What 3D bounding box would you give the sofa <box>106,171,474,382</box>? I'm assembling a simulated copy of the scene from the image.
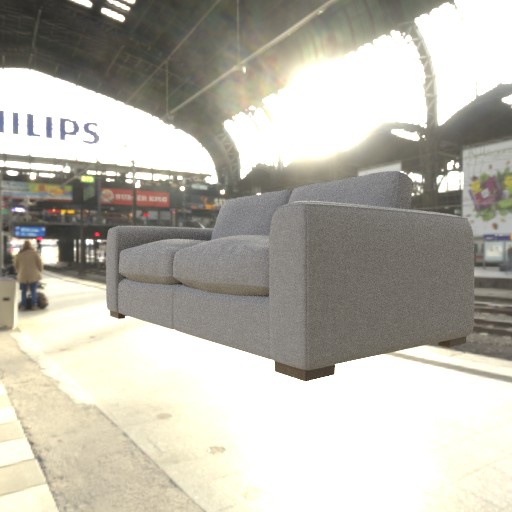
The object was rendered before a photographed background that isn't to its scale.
[{"bbox_3d":[0.000,0.000,2.447,1.069,0.800,1.920,0,0,-37],"label":"sofa"}]
